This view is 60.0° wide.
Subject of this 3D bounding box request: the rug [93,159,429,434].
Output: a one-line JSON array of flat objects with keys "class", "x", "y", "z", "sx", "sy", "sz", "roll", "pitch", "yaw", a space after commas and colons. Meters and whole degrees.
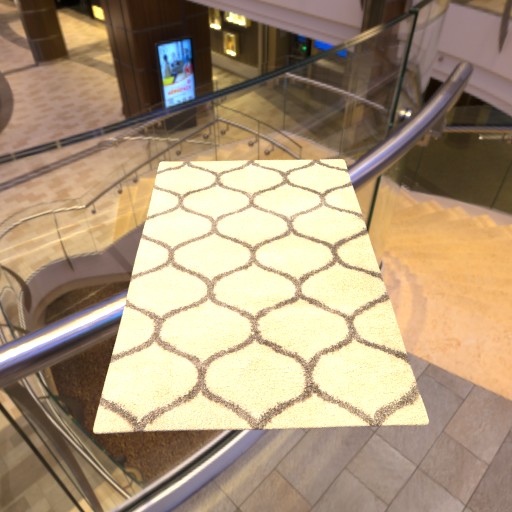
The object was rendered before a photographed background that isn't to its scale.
[{"class": "rug", "x": 0.000, "y": 0.000, "z": 3.341, "sx": 1.801, "sy": 0.026, "sz": 2.701, "roll": -1, "pitch": 43, "yaw": -1}]
